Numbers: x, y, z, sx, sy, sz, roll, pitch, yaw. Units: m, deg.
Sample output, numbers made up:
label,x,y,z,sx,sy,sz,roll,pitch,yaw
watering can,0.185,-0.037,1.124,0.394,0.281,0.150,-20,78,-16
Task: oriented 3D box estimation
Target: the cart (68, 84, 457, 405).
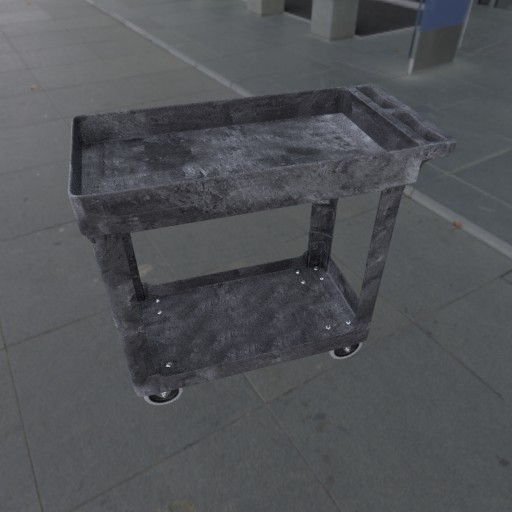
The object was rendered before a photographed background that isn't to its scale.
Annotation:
label,x,y,z,sx,sy,sz,roll,pitch,yaw
cart,0.000,0.000,1.356,0.877,0.824,0.420,-11,41,-13
